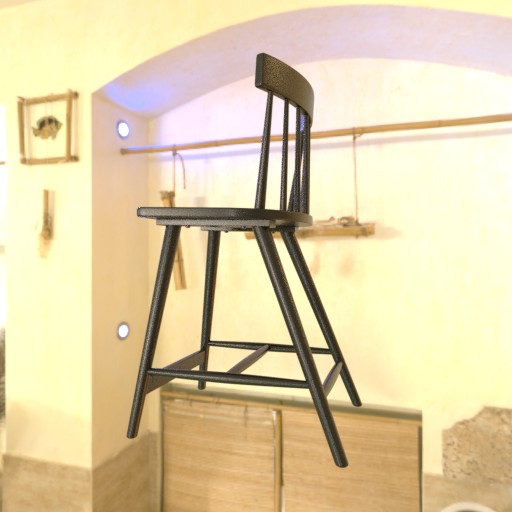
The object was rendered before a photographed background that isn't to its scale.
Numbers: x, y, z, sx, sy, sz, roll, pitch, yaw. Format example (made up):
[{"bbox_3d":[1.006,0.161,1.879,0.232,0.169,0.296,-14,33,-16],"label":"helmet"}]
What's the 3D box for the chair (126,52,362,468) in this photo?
[{"bbox_3d":[0.000,0.000,1.285,0.572,0.952,0.483,0,0,18],"label":"chair"}]
